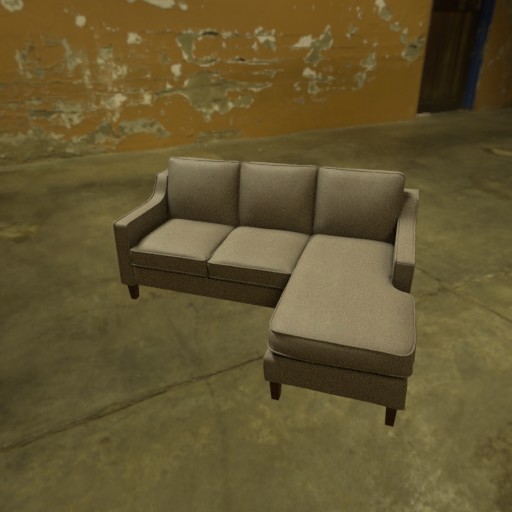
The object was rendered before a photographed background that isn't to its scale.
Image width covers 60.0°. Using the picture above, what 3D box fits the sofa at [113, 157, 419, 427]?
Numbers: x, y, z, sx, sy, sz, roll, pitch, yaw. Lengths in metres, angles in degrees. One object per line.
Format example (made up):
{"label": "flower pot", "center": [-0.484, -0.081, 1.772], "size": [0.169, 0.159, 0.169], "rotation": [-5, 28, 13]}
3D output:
{"label": "sofa", "center": [0.000, 0.000, 3.352], "size": [2.317, 1.081, 1.858], "rotation": [8, 27, 16]}
